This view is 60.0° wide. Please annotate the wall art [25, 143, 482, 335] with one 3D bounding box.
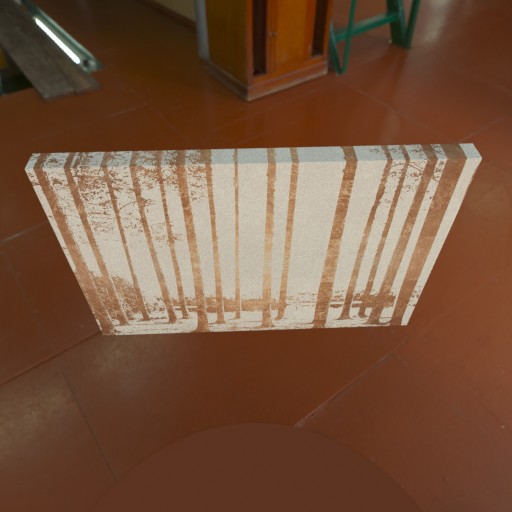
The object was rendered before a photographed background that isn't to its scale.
[{"bbox_3d":[0.000,0.000,0.751,0.609,0.405,0.035,-2,48,-2],"label":"wall art"}]
